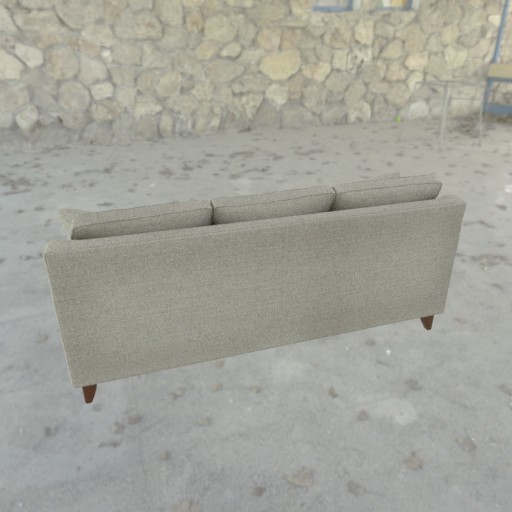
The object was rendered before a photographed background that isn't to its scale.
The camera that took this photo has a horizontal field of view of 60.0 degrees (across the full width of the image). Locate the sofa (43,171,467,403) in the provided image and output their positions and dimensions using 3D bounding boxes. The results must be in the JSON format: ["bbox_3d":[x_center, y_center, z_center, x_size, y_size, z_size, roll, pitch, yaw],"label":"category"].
[{"bbox_3d":[0.000,0.000,2.504,2.031,0.914,0.865,-8,26,-16],"label":"sofa"}]
